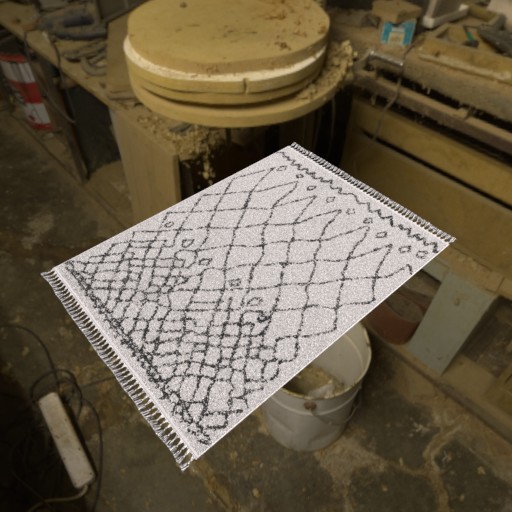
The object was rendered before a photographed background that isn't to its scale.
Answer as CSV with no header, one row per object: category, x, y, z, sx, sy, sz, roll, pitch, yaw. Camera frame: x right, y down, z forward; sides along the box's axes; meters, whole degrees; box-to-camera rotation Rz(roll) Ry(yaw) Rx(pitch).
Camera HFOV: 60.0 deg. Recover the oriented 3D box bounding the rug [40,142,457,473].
rug,0.000,0.000,2.984,2.312,0.017,1.613,-33,55,-27
